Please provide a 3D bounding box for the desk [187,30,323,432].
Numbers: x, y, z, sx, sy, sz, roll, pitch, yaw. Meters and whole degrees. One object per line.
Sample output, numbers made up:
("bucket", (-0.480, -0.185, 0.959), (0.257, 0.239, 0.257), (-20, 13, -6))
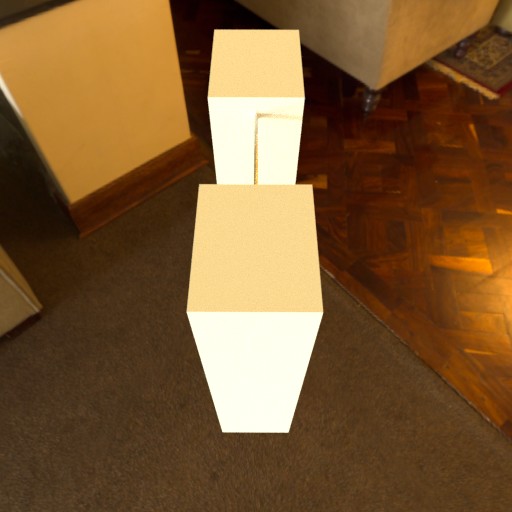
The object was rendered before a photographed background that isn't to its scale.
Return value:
("desk", (0.000, 0.000, 2.879), (0.480, 2.000, 1.770), (0, 57, 0))
